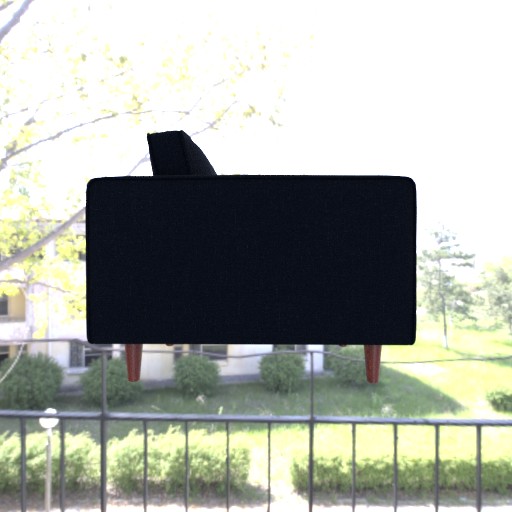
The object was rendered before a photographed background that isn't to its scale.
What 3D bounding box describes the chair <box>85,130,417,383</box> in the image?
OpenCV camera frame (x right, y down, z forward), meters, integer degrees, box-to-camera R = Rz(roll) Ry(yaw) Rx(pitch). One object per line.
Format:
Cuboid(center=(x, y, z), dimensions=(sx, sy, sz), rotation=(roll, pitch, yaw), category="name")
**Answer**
Cuboid(center=(0.000, 0.000, 1.624), dimensions=(0.920, 0.770, 0.899), rotation=(0, 0, 1), category="chair")
